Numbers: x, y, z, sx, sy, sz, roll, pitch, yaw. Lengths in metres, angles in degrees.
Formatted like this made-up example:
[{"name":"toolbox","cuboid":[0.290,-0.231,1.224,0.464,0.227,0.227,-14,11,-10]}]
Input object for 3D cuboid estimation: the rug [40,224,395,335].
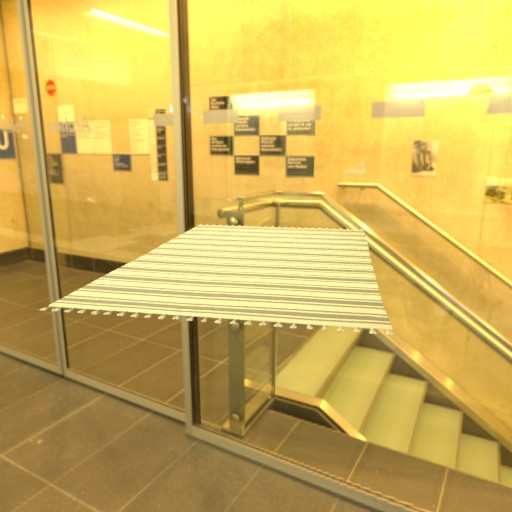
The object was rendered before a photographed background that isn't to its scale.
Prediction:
[{"name":"rug","cuboid":[0.000,0.000,3.002,1.539,0.011,2.410,2,14,10]}]
